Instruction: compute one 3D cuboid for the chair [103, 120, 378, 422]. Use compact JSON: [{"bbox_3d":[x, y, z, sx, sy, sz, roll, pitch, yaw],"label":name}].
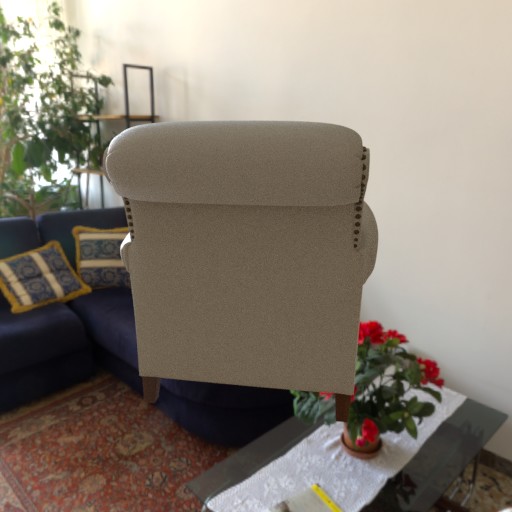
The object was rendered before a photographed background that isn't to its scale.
[{"bbox_3d":[0.000,0.000,1.608,0.854,0.927,0.890,3,16,9],"label":"chair"}]
